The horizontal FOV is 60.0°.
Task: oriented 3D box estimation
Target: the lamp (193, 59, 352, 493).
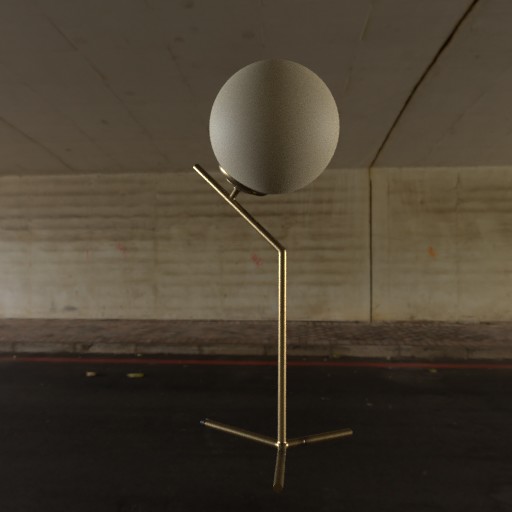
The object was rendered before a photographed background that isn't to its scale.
[{"bbox_3d":[0.000,0.000,0.660,0.251,0.552,0.210,0,0,36],"label":"lamp"}]
